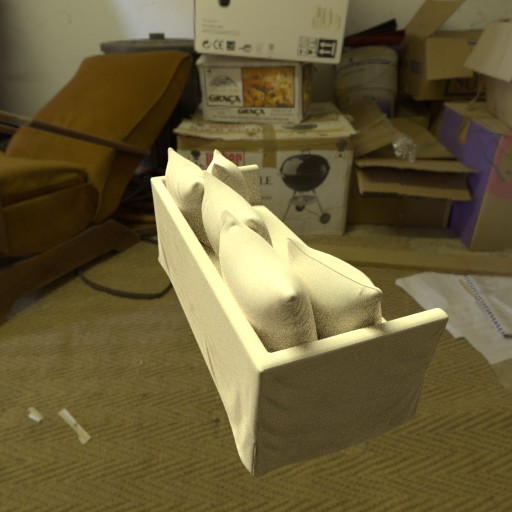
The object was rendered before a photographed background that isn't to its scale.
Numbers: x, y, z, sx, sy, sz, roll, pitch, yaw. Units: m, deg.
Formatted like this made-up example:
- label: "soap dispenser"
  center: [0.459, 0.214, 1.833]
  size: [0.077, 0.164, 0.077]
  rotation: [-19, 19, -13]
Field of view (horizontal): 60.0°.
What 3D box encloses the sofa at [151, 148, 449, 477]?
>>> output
- label: "sofa"
  center: [0.000, 0.000, 3.044]
  size: [1.030, 1.042, 2.484]
  rotation: [-11, 31, -19]
